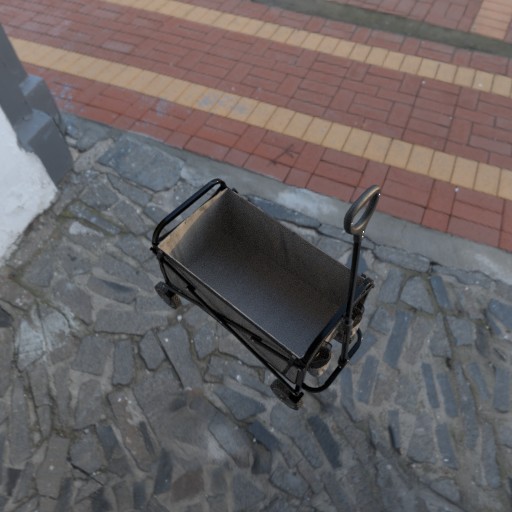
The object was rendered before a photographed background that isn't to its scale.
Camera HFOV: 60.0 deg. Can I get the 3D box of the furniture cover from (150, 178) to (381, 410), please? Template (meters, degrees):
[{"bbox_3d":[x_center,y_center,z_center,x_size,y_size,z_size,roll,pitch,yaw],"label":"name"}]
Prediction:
[{"bbox_3d":[0.000,0.000,1.826,1.038,1.295,0.532,36,63,21],"label":"furniture cover"}]
